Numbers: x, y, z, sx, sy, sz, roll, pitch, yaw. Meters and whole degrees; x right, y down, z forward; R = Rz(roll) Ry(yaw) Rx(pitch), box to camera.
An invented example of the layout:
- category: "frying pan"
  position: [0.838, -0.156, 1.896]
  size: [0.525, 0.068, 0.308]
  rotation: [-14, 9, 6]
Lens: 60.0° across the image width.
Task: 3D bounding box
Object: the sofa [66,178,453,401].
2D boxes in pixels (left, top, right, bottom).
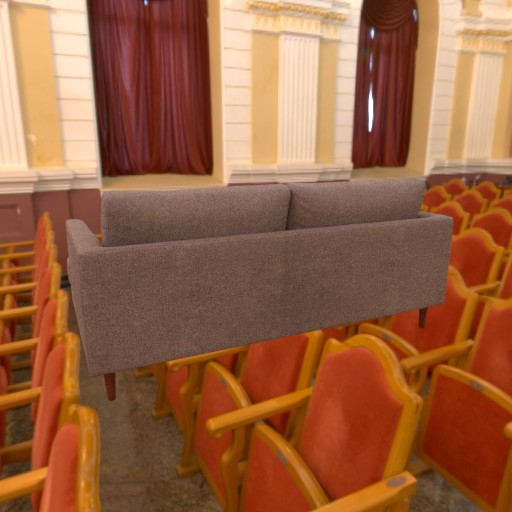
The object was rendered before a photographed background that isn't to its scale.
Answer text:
- category: "sofa"
  position: [0.000, 0.000, 2.513]
  size: [1.948, 0.868, 1.020]
  rotation: [-7, 16, -25]
